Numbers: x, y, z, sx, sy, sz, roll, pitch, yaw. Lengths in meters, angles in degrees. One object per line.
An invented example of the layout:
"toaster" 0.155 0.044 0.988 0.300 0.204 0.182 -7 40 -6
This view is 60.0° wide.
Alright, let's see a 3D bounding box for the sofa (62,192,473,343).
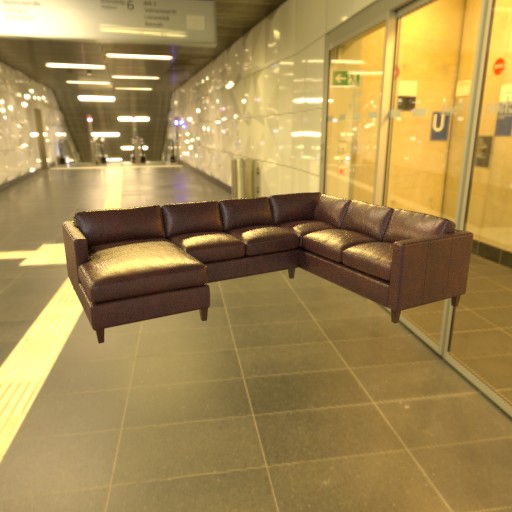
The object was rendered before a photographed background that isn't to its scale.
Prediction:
"sofa" 0.000 0.000 4.480 3.324 0.891 2.452 -9 18 -28
